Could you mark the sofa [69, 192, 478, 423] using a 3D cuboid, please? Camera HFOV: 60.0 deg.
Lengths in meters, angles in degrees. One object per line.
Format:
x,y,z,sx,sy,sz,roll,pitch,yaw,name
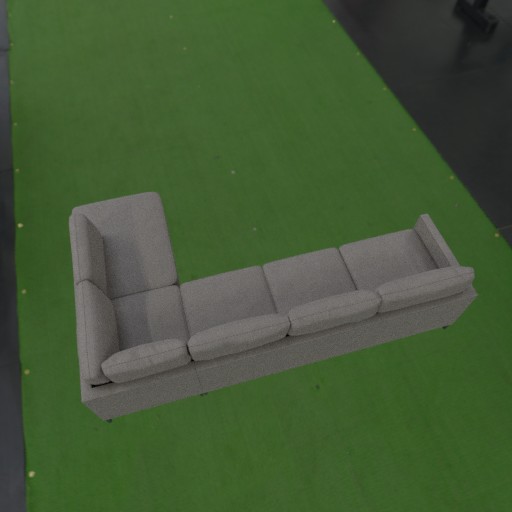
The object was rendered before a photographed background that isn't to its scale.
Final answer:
0.000,0.000,4.245,3.331,0.964,2.077,-13,58,-8,sofa
